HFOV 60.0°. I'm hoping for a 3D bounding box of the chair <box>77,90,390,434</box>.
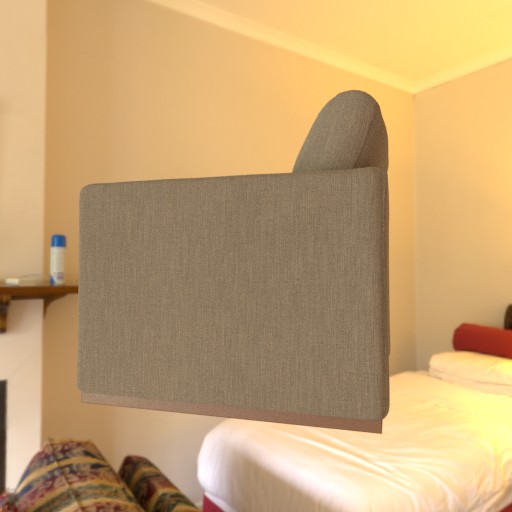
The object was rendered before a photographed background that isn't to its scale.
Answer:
[{"bbox_3d":[0.000,0.000,1.447,0.834,0.811,0.763,-1,-2,17],"label":"chair"}]
